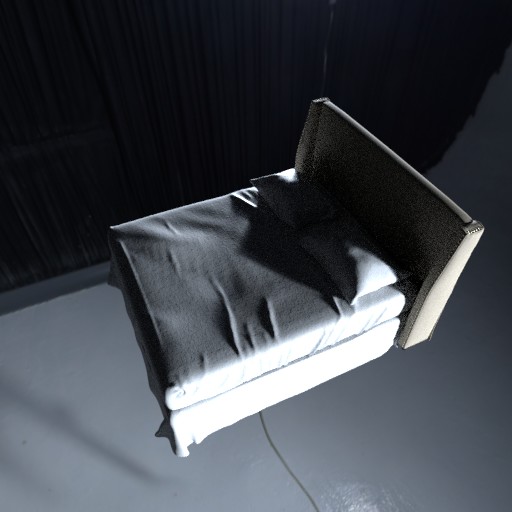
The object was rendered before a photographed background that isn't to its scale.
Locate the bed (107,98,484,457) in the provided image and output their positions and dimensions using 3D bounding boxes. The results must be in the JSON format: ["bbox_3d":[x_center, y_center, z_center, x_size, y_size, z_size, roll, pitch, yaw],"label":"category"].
[{"bbox_3d":[0.000,0.000,3.468,2.276,1.332,1.925,-19,49,-17],"label":"bed"}]
